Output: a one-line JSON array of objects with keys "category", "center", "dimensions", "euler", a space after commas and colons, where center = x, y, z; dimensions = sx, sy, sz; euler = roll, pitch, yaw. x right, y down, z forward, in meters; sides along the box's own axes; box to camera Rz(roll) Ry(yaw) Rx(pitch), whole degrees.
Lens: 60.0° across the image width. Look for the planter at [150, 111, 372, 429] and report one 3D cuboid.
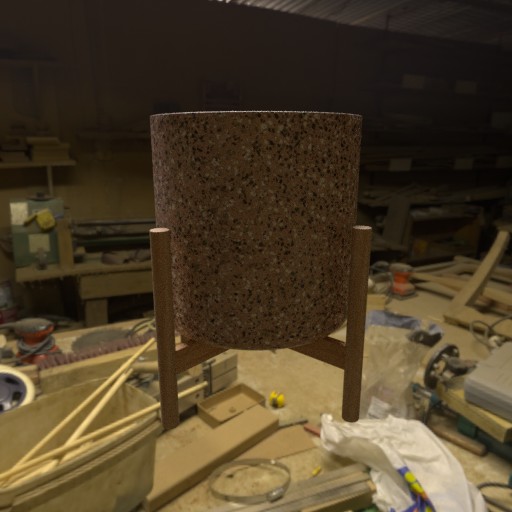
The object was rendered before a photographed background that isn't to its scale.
[{"category": "planter", "center": [0.000, 0.000, 0.702], "dimensions": [0.360, 0.419, 0.360], "euler": [-7, 16, -25]}]
